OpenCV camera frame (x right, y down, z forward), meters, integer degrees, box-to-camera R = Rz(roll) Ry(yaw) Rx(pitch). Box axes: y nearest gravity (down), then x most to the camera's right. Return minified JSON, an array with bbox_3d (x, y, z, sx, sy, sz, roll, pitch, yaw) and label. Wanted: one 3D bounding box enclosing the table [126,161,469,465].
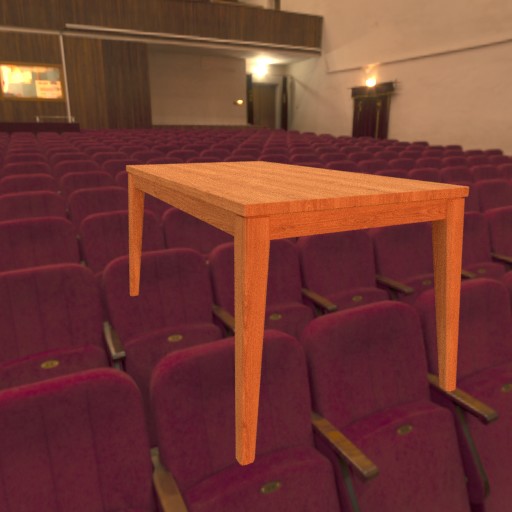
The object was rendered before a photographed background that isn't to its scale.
[{"bbox_3d":[0.000,0.000,2.070,0.900,0.760,1.600,-8,17,-26],"label":"table"}]
